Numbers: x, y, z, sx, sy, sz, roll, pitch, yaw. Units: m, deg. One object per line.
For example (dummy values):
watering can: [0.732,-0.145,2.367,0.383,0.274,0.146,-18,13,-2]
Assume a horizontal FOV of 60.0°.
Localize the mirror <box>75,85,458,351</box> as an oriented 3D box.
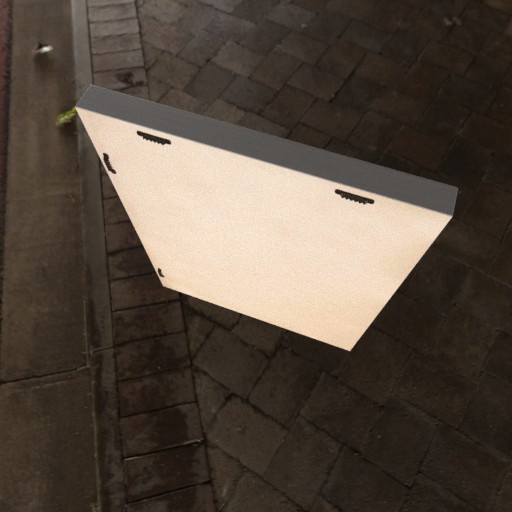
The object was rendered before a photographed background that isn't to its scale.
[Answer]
mirror: [0.000,0.000,0.682,0.405,0.508,0.041,18,65,9]
